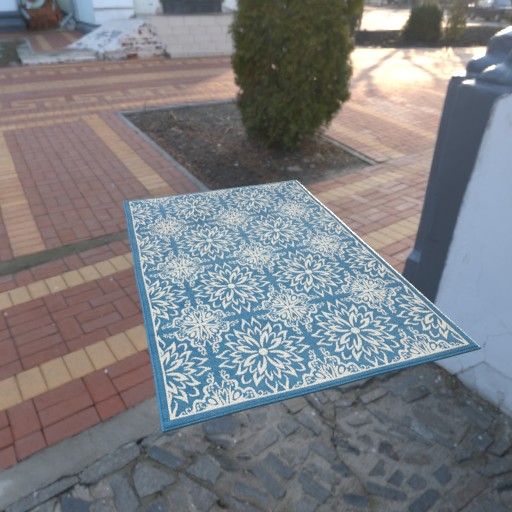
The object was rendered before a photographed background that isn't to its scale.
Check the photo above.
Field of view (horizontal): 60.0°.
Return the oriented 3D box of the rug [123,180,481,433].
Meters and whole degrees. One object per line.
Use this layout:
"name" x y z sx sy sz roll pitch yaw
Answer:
"rug" 0.000 0.000 3.436 1.830 0.018 2.769 -10 32 -15
